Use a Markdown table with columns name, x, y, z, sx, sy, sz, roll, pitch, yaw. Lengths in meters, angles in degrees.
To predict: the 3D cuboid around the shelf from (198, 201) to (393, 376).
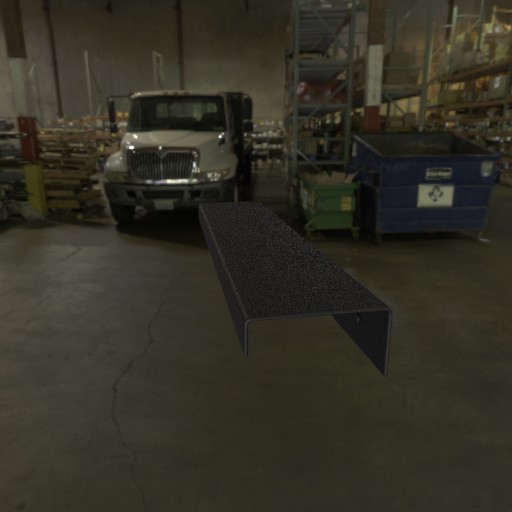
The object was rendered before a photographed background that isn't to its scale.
| name | x | y | z | sx | sy | sz | roll | pitch | yaw |
| --- | --- | --- | --- | --- | --- | --- | --- | --- | --- |
| shelf | 0.000 | 0.000 | 0.508 | 0.102 | 0.053 | 0.456 | -3 | 16 | -10 |
